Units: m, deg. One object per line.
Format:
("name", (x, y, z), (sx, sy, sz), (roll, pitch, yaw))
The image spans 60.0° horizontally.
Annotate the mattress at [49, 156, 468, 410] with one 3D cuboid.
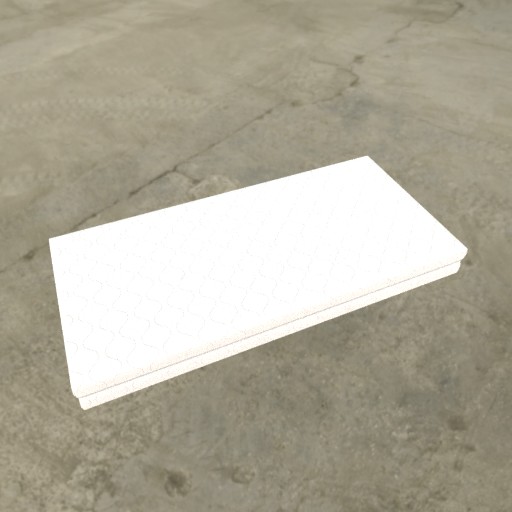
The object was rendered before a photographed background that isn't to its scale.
("mattress", (0.000, 0.000, 2.270), (1.900, 0.200, 0.900), (-17, 48, -16))
